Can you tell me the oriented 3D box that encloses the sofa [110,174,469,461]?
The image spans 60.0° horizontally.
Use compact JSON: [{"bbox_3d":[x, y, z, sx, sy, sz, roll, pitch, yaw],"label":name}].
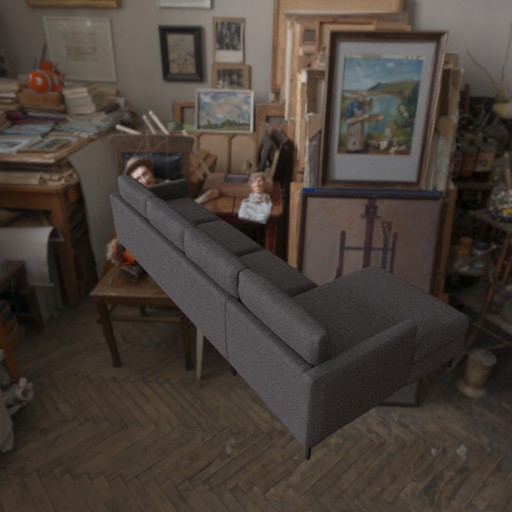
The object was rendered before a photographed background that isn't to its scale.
[{"bbox_3d":[0.000,0.000,3.288,1.258,0.754,2.731,-19,35,-30],"label":"sofa"}]
